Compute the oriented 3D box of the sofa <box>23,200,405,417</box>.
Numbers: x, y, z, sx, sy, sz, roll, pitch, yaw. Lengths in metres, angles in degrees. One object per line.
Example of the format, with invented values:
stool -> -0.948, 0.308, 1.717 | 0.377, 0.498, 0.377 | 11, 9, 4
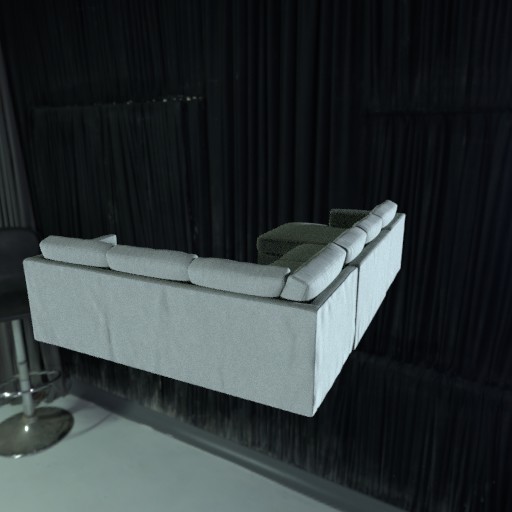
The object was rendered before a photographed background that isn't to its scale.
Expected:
sofa -> 0.000, 0.000, 4.515 | 2.440, 0.869, 3.434 | 7, 17, 25
